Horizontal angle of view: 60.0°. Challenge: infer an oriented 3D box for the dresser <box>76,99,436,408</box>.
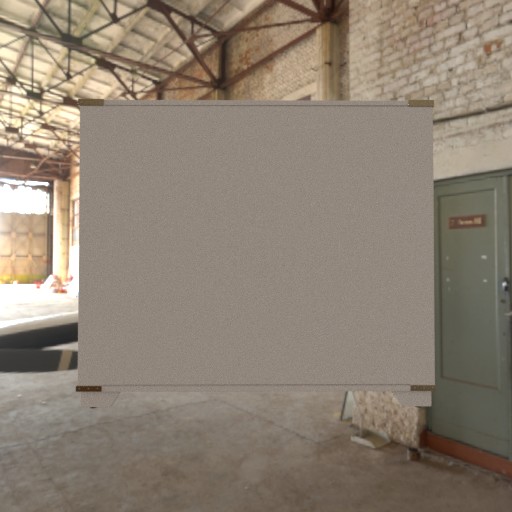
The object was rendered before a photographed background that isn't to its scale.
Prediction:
[{"bbox_3d":[0.000,0.000,1.494,1.022,0.891,0.460,0,-1,0],"label":"dresser"}]
